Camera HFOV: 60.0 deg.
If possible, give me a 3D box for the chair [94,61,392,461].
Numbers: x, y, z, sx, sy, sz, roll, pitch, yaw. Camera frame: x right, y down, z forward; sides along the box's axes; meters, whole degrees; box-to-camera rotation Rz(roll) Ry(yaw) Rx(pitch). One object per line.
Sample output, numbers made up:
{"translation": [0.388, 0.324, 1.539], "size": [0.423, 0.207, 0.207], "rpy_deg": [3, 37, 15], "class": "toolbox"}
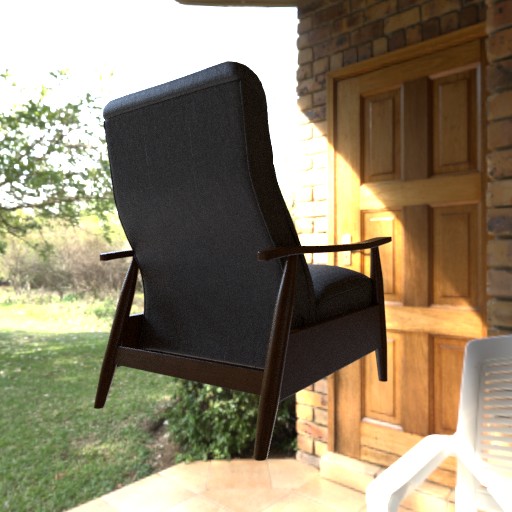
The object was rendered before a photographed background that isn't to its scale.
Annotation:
{"translation": [0.000, 0.000, 1.765], "size": [0.762, 1.081, 1.014], "rpy_deg": [-1, -1, 36], "class": "chair"}
